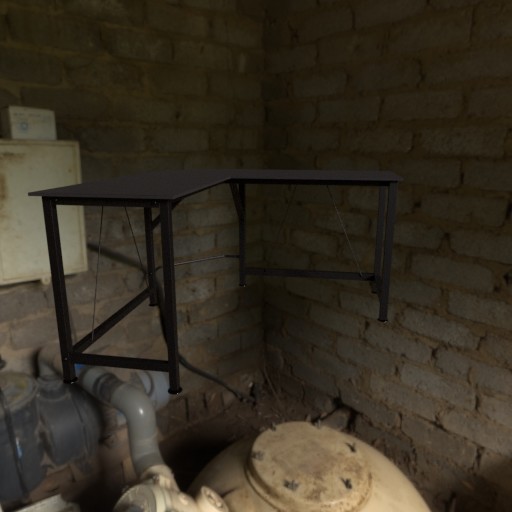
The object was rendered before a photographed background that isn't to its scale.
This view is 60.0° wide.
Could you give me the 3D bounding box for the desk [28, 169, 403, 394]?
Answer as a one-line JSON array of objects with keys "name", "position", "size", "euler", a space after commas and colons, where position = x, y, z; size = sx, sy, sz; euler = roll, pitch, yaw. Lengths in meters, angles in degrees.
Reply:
[{"name": "desk", "position": [0.000, 0.000, 2.219], "size": [1.400, 0.762, 1.400], "euler": [3, 15, 10]}]
